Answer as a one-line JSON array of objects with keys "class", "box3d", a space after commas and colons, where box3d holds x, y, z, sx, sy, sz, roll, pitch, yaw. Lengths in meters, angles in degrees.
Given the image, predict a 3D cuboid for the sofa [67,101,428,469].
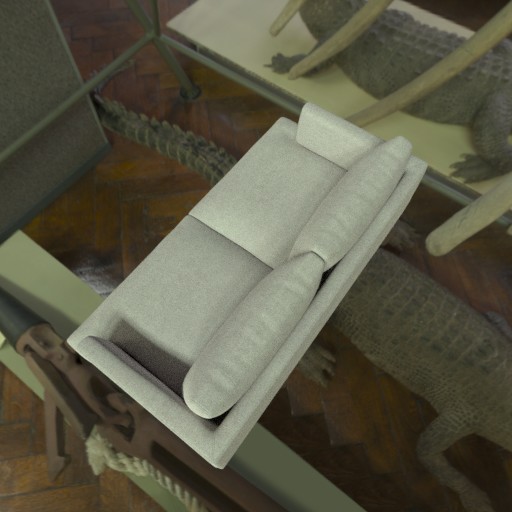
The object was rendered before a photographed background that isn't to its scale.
[{"class": "sofa", "box3d": [0.000, 0.000, 2.478, 1.020, 0.868, 1.948, 33, 67, 16]}]
